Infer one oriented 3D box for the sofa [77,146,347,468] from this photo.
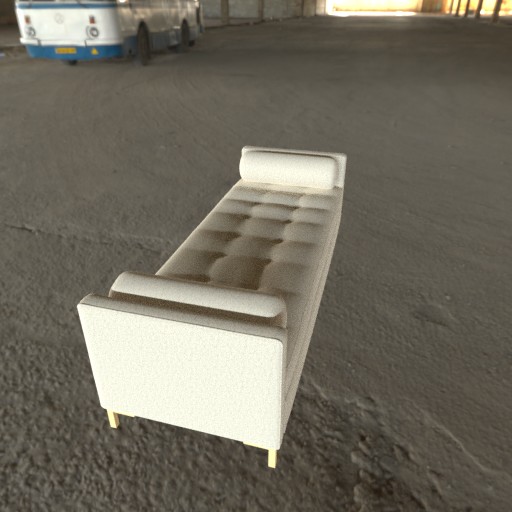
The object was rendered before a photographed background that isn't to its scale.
[{"bbox_3d":[0.000,0.000,2.385,0.746,0.641,1.985,8,31,13],"label":"sofa"}]
